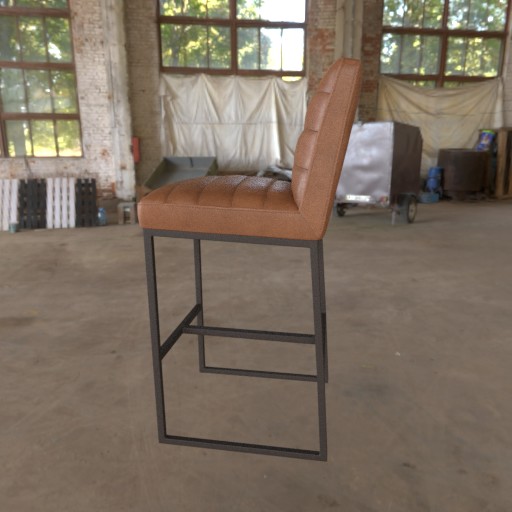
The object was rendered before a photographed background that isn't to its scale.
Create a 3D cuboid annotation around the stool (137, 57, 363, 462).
[{"bbox_3d":[0.000,0.000,1.337,0.556,1.040,0.458,2,14,9],"label":"stool"}]
